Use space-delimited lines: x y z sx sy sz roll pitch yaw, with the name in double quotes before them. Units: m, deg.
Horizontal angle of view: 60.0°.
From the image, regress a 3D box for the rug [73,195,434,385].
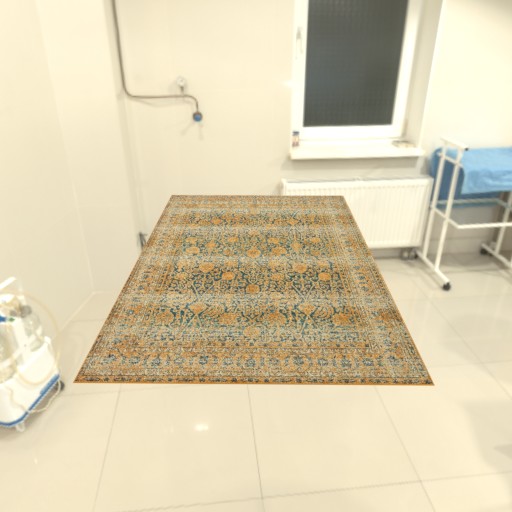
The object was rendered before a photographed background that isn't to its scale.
"rug" 0.000 0.000 2.905 1.525 0.007 2.336 0 27 1
